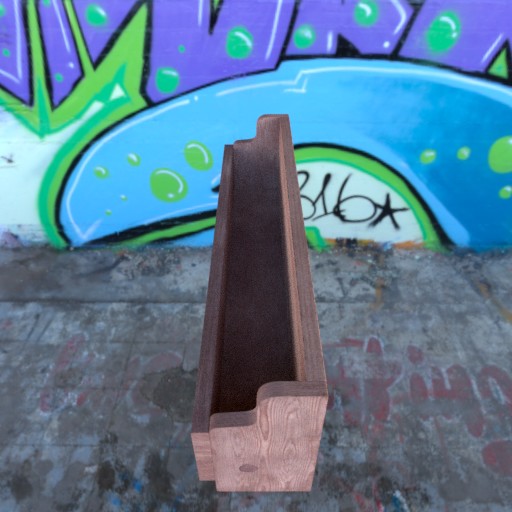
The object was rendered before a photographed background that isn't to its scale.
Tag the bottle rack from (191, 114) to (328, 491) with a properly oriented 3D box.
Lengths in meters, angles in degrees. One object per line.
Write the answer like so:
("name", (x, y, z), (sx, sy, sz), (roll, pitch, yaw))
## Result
("bottle rack", (0.000, 0.000, 0.680), (0.126, 0.196, 0.608), (0, 40, 0))
